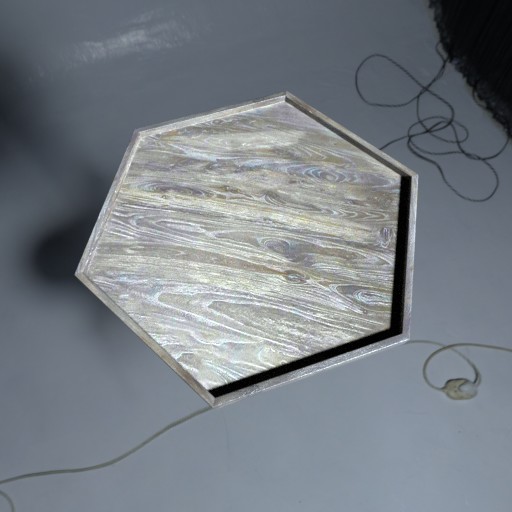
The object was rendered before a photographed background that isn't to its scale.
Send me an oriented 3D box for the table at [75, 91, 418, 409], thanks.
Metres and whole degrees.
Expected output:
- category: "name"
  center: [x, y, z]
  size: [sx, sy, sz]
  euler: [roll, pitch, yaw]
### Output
- category: "table"
  center: [0.000, 0.000, 1.585]
  size: [1.115, 0.488, 0.966]
  euler: [-17, 65, -8]
